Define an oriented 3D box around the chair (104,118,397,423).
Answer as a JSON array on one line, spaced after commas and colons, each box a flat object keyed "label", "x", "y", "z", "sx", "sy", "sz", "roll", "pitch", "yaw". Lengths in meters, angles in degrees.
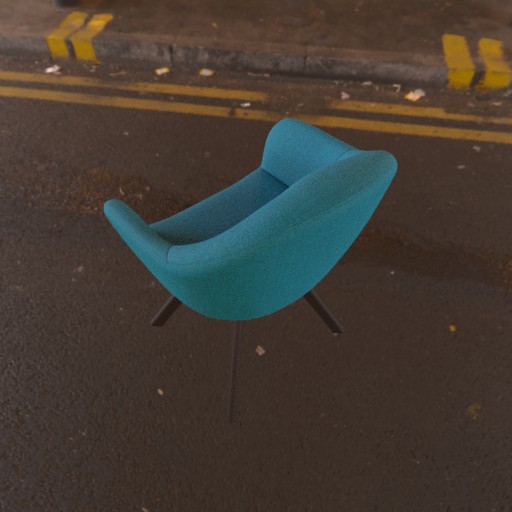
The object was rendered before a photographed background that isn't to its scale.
[{"label": "chair", "x": 0.000, "y": 0.000, "z": 1.188, "sx": 0.590, "sy": 0.795, "sz": 0.550, "roll": -32, "pitch": 55, "yaw": -25}]
